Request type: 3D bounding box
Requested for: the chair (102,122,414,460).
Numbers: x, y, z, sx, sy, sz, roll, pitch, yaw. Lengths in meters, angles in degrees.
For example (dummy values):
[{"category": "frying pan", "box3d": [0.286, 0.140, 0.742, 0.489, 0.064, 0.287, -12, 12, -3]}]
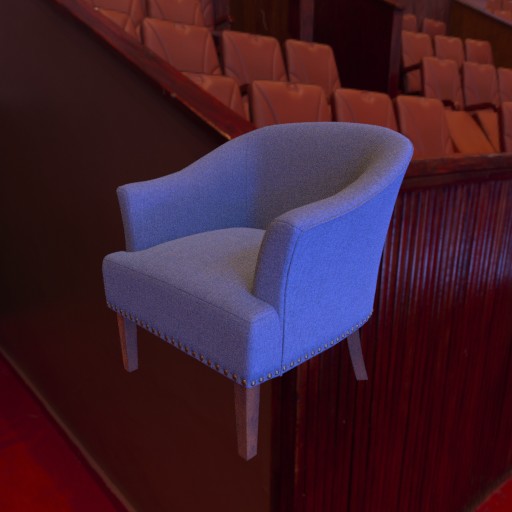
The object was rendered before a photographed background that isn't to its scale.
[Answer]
[{"category": "chair", "box3d": [0.000, 0.000, 1.396, 0.704, 0.815, 0.798, -15, 22, -42]}]
